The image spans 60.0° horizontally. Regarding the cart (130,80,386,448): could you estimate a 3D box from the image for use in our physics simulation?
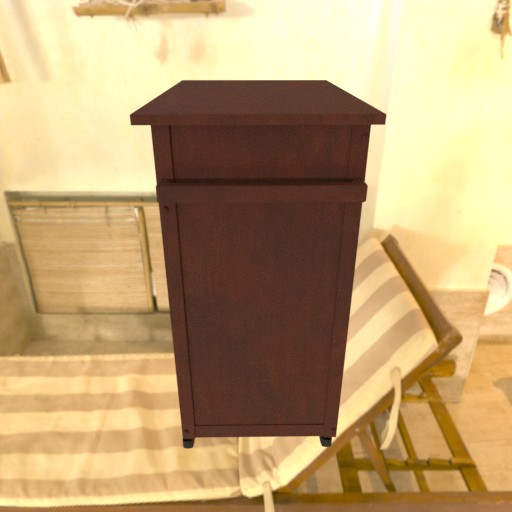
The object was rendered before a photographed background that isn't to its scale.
[{"bbox_3d":[0.000,0.000,1.243,0.442,0.864,0.683,0,26,-1],"label":"cart"}]
